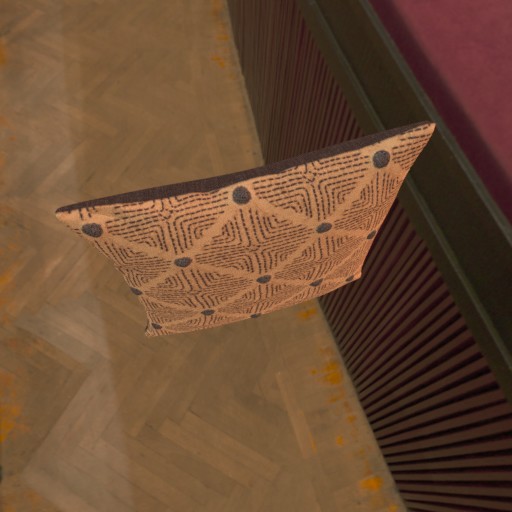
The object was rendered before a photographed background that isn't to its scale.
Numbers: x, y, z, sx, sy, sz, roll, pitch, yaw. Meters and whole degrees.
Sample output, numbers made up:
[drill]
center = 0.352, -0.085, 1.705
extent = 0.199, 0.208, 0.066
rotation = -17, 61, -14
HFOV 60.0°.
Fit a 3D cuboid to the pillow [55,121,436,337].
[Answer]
[pillow]
center = 0.000, 0.000, 0.788
extent = 0.510, 0.510, 0.145
rotation = -15, 64, -7
